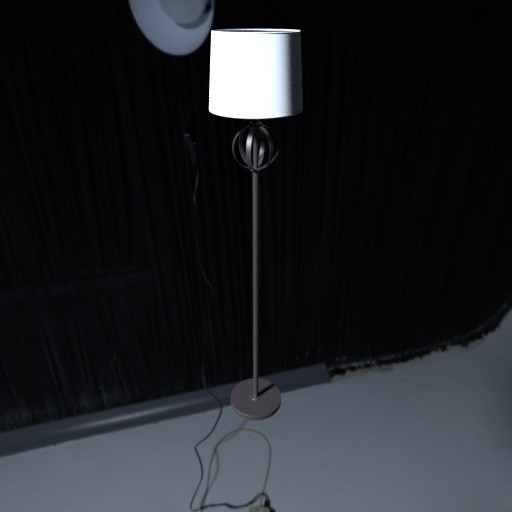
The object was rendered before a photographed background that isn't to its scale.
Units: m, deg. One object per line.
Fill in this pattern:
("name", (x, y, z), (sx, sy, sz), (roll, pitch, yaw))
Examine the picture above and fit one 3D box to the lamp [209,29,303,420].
("lamp", (0.000, 0.000, 1.613), (0.286, 1.462, 0.286), (-7, 30, -12))
